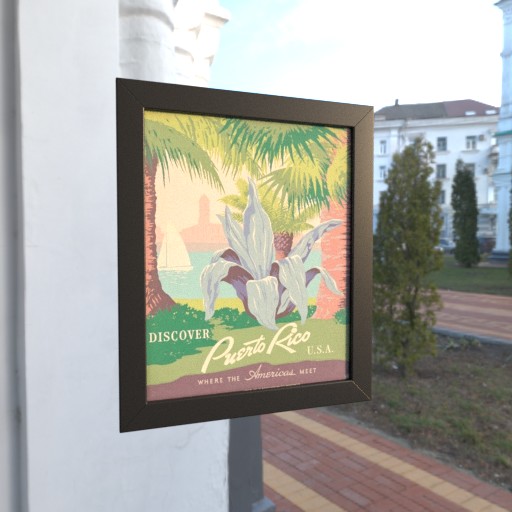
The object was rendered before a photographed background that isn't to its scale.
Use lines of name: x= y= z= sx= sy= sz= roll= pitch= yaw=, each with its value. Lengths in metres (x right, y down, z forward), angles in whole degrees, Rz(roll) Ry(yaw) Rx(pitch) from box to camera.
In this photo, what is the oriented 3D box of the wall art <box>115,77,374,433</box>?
wall art: x=0.000 y=0.000 z=0.806 sx=0.481 sy=0.582 sz=0.018 roll=-1 pitch=2 yaw=-18
